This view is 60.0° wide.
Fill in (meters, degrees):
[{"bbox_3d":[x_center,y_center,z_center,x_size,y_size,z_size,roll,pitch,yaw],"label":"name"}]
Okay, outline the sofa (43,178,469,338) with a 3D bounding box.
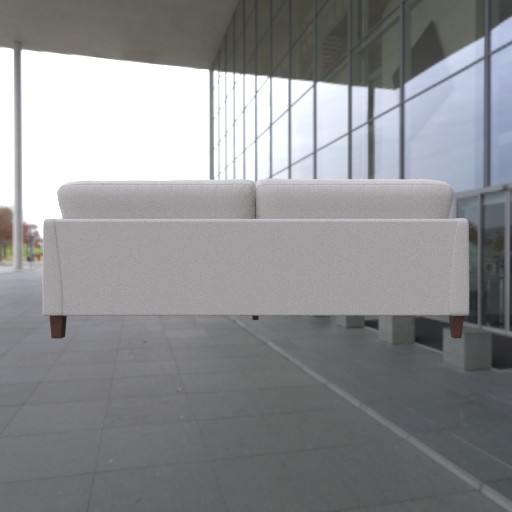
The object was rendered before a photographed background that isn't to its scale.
[{"bbox_3d":[0.000,0.000,2.787,2.301,0.863,0.957,0,0,0],"label":"sofa"}]
